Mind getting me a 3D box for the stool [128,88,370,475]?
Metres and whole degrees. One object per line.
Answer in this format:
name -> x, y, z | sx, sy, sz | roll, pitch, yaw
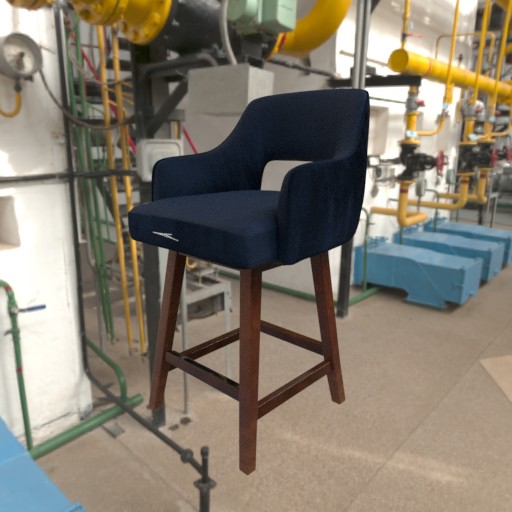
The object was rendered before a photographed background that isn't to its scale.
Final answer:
stool -> 0.000, 0.000, 1.280 | 0.550, 0.940, 0.560 | 13, 20, 41
